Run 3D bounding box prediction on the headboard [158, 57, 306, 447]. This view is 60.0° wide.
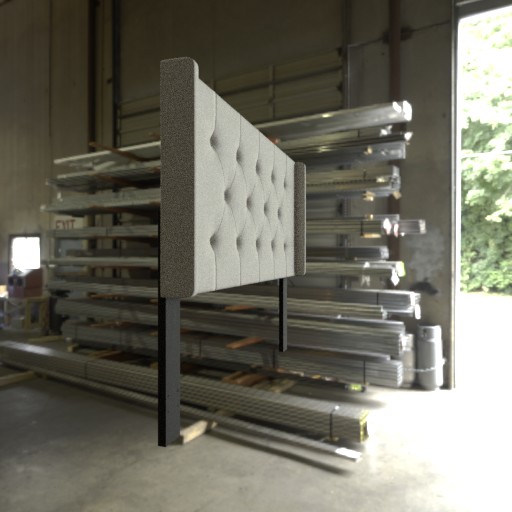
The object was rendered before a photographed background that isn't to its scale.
[{"bbox_3d":[0.000,0.000,2.679,0.184,1.524,2.051,0,0,18],"label":"headboard"}]
